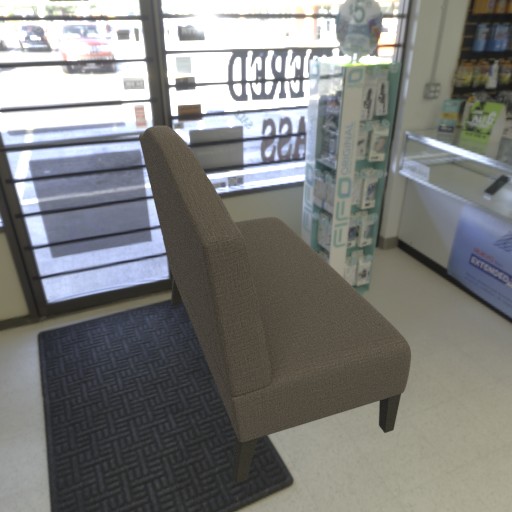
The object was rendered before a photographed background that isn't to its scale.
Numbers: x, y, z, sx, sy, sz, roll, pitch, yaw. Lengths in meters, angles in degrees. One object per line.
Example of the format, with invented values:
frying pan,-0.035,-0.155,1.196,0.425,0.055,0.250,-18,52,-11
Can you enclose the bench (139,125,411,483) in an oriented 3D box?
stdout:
bench,0.000,0.000,2.029,0.815,1.180,1.335,-10,30,-18
